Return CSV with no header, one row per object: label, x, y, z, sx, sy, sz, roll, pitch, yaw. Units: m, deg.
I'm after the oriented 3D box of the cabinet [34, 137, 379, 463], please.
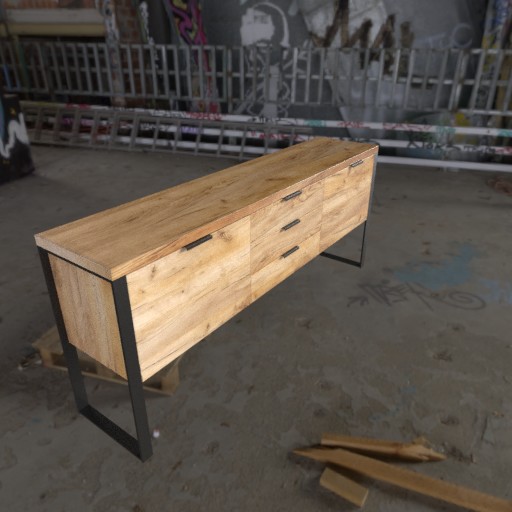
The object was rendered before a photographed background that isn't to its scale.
cabinet,0.000,0.000,2.101,0.395,0.762,1.800,19,32,32
